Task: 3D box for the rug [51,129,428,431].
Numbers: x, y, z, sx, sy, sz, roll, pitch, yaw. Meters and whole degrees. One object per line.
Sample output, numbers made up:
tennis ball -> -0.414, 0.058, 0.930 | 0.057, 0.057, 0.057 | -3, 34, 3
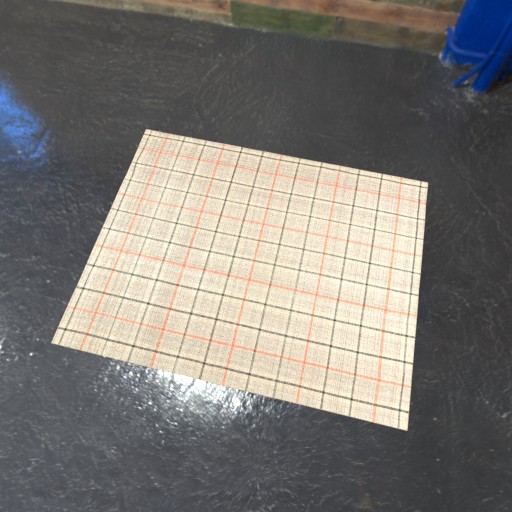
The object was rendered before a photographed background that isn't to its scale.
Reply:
rug -> 0.000, 0.000, 4.181 | 3.048, 0.012, 2.444 | 12, 65, 6
